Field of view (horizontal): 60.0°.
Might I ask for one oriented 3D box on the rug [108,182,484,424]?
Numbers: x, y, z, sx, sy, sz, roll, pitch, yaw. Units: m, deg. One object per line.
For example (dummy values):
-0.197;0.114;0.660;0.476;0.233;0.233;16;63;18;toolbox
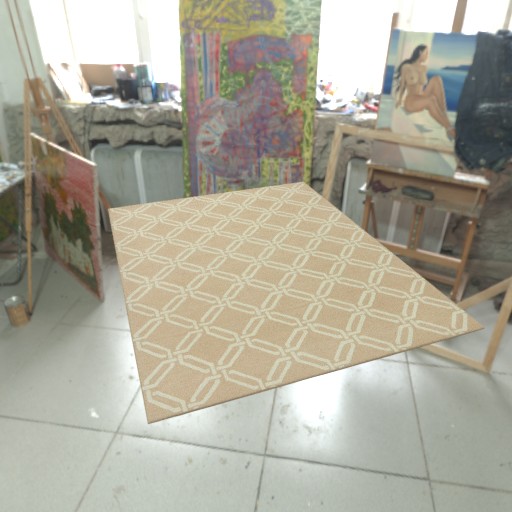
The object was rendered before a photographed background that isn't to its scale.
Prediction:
0.000;0.000;3.868;2.288;0.018;2.895;-11;32;-17;rug
